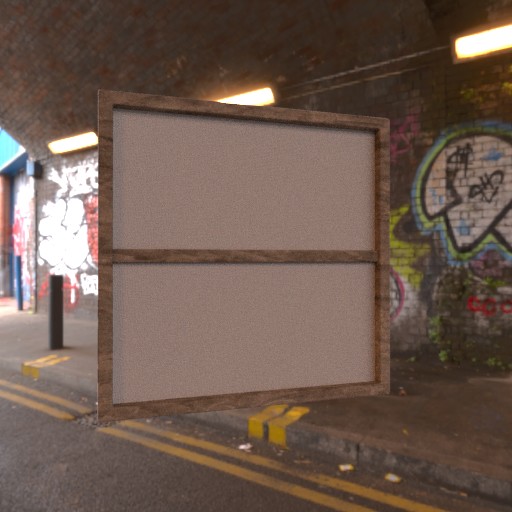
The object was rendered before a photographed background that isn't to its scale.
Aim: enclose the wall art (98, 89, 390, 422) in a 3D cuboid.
[{"bbox_3d":[0.000,0.000,1.111,0.747,0.747,0.035,0,0,-16],"label":"wall art"}]
